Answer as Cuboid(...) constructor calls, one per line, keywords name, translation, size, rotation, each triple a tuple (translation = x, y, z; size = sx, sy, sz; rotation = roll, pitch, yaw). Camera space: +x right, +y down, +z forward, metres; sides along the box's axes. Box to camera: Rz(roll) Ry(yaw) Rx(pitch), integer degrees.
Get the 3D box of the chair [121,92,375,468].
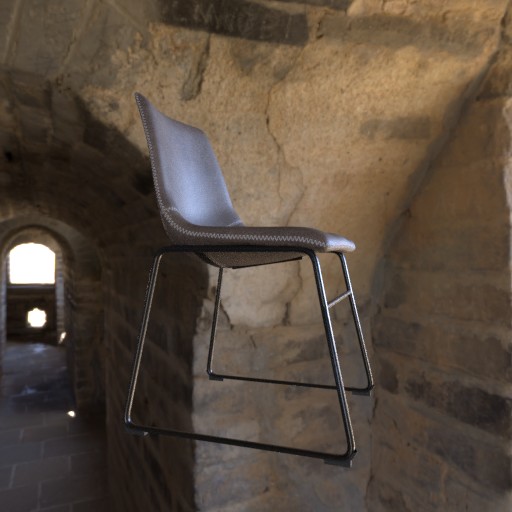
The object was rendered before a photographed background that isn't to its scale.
Cuboid(name="chair", translation=(0.000, 0.000, 1.115), size=(0.550, 0.780, 0.460), rotation=(0, 0, 19))
